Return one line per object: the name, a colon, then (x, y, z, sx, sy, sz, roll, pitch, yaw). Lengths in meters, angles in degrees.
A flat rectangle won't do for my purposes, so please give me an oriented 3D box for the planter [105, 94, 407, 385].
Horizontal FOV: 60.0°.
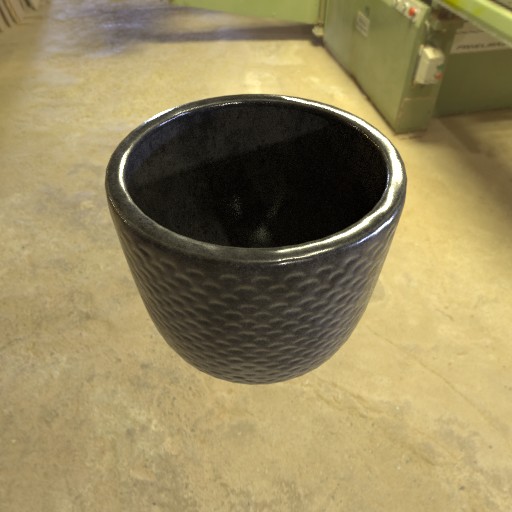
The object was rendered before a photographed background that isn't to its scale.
planter: (0.000, 0.000, 0.252, 0.140, 0.129, 0.140, 0, 45, 0)
